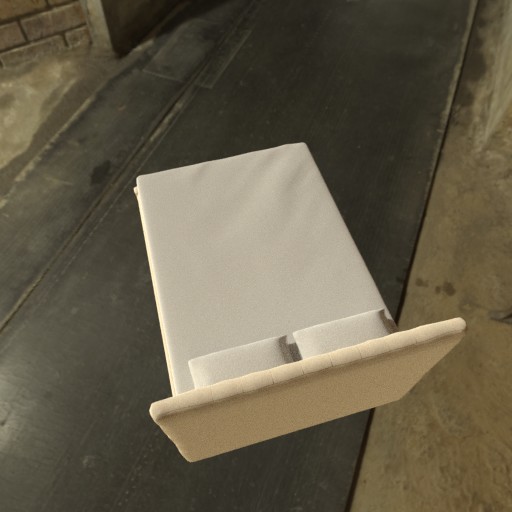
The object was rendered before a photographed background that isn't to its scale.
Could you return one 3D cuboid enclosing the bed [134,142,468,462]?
[{"bbox_3d":[0.000,0.000,3.390,1.698,1.427,2.387,-13,59,-8],"label":"bed"}]
